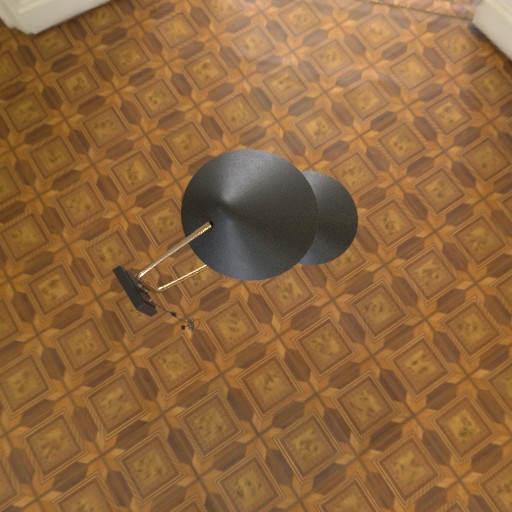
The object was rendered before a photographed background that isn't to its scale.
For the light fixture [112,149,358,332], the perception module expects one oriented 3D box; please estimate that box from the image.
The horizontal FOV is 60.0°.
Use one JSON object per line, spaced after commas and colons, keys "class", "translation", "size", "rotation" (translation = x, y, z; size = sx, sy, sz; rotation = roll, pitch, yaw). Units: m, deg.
{"class": "light fixture", "translation": [0.000, 0.000, 0.855], "size": [0.422, 0.665, 0.189], "rotation": [-33, 78, -8]}
